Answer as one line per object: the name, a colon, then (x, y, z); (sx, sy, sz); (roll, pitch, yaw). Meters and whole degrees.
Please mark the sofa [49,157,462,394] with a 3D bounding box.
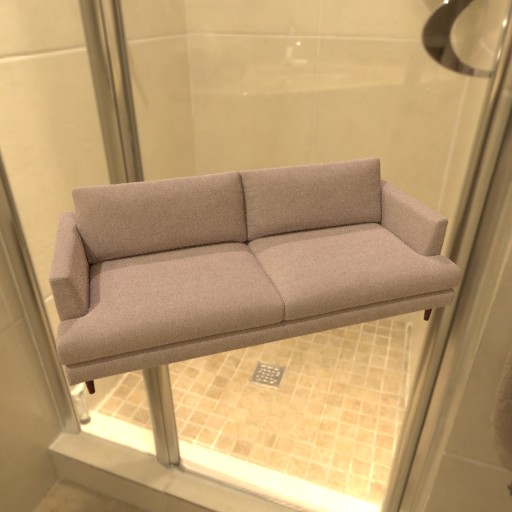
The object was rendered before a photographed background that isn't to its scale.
sofa: (0.000, 0.000, 2.725); (2.250, 0.868, 1.020); (-9, 31, -15)
